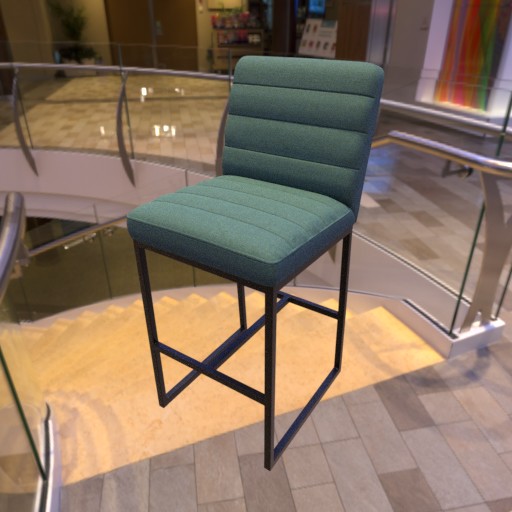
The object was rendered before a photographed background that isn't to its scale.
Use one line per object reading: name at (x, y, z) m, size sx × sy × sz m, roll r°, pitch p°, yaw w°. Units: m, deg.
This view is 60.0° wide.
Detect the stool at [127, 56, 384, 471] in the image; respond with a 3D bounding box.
stool at (0.000, 0.000, 1.310) m, size 0.460 × 1.040 × 0.560 m, roll 18°, pitch 33°, yaw 29°
